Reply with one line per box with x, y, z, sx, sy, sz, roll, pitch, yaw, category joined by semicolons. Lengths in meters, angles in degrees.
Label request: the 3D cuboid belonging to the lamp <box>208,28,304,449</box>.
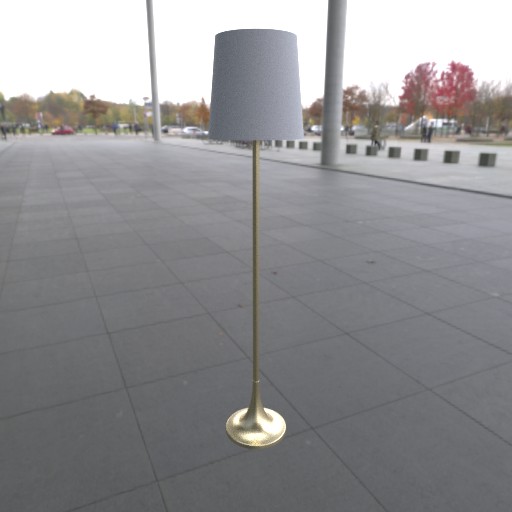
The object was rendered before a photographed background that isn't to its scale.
0.000;0.000;1.689;0.337;1.543;0.337;0;16;0;lamp
